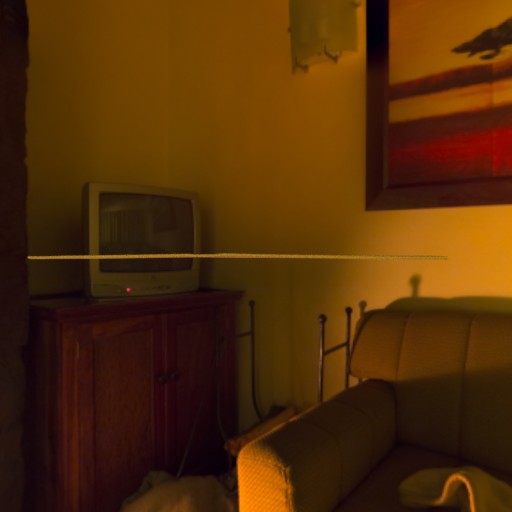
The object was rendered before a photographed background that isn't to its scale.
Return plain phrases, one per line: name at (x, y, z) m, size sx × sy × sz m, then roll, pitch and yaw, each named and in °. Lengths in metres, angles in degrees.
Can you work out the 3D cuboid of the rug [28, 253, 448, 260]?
rug at (0.000, 0.000, 4.322) m, size 3.202 × 0.045 × 2.434 m, roll 0°, pitch 0°, yaw 17°
